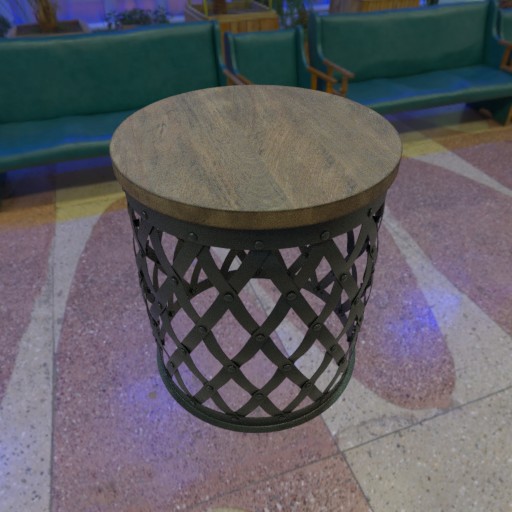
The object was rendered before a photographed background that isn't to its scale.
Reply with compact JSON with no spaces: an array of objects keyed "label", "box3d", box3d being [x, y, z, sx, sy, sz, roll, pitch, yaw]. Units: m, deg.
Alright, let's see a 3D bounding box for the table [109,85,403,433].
[{"label":"table","box3d":[0.000,0.000,0.773,0.405,0.454,0.405,0,39,0]}]
